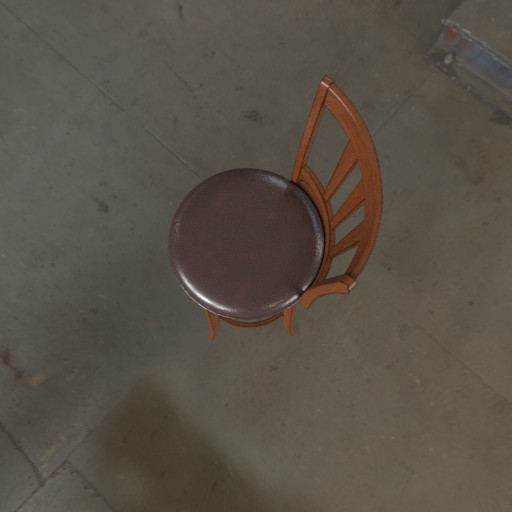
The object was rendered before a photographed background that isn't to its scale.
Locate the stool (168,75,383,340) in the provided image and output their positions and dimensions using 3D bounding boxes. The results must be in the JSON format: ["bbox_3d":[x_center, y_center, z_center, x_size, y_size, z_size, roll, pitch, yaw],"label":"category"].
[{"bbox_3d":[0.000,0.000,1.434,0.503,1.177,0.464,-3,75,-1],"label":"stool"}]
